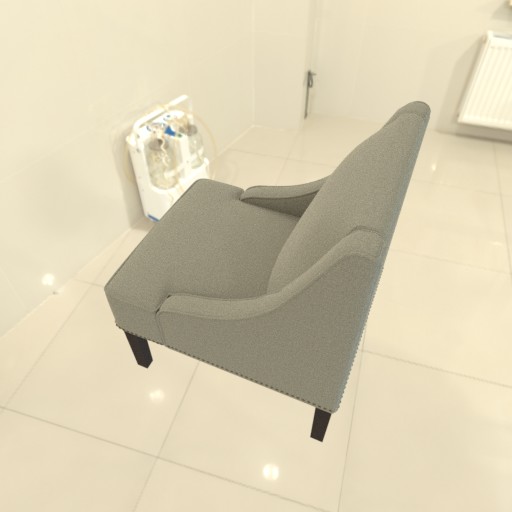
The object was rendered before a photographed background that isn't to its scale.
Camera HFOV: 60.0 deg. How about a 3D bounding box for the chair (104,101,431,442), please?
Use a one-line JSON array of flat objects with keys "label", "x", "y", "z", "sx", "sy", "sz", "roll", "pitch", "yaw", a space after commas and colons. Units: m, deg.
[{"label": "chair", "x": 0.000, "y": 0.000, "z": 1.356, "sx": 0.737, "sy": 0.864, "sz": 0.610, "roll": 17, "pitch": 49, "yaw": 16}]
